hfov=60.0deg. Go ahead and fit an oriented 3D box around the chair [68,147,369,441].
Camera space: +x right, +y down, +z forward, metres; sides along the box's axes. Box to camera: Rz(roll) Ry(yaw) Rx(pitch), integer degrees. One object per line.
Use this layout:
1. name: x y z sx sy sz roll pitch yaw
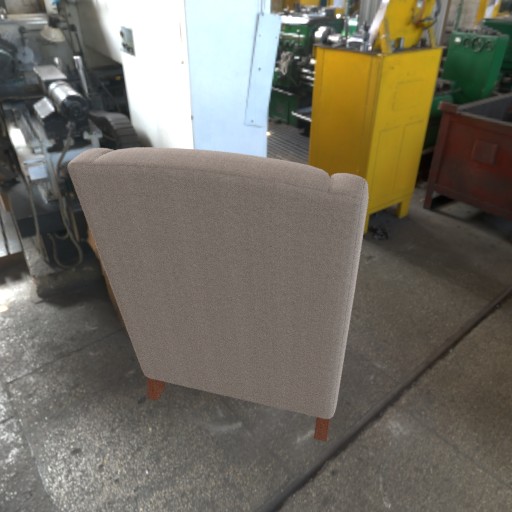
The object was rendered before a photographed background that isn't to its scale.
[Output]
1. chair: 0.000 0.000 1.591 0.715 1.017 0.890 9 34 13
